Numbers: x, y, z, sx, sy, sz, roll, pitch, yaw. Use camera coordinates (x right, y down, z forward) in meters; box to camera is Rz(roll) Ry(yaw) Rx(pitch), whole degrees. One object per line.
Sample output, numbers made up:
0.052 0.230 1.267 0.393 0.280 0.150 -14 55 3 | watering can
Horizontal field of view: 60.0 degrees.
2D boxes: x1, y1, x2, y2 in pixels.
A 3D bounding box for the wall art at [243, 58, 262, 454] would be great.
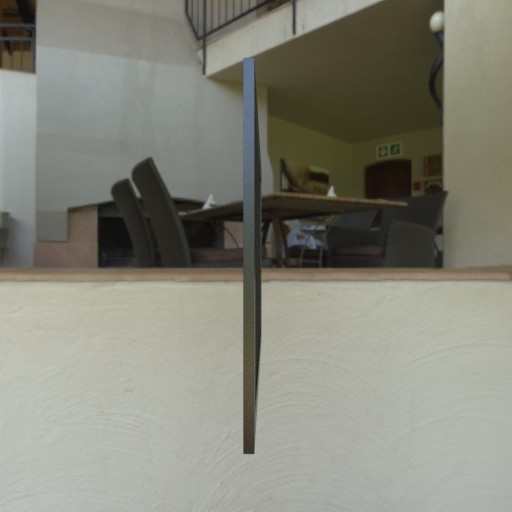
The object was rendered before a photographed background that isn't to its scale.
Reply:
0.000 0.000 0.830 0.013 0.447 0.660 0 0 1 | wall art
